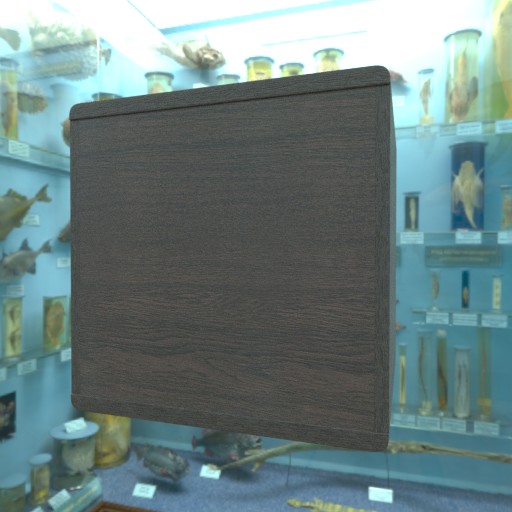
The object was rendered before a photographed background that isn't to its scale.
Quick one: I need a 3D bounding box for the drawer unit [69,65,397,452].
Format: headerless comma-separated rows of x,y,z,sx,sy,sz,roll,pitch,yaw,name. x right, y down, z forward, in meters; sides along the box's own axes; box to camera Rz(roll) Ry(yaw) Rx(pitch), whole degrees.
0.000,0.000,0.580,0.344,0.344,0.290,0,1,19,drawer unit
